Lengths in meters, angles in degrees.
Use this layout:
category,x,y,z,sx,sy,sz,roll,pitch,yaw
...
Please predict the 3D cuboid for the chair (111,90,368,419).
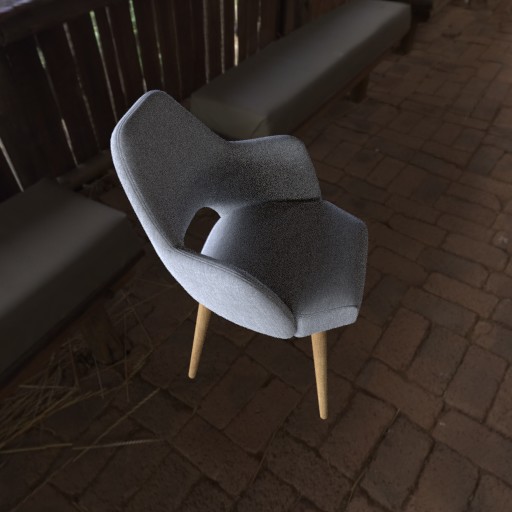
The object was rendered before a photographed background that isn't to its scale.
category,x,y,z,sx,sy,sz,roll,pitch,yaw
chair,0.000,0.000,1.265,0.610,0.840,0.590,10,47,9
